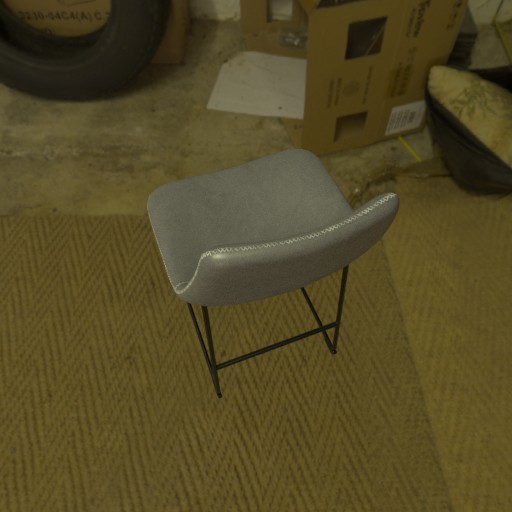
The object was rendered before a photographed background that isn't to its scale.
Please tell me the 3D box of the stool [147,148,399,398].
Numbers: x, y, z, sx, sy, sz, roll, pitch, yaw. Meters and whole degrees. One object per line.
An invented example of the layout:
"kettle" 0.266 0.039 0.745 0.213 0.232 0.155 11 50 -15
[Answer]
"stool" 0.000 0.000 1.185 0.470 0.876 0.546 -18 60 -11
